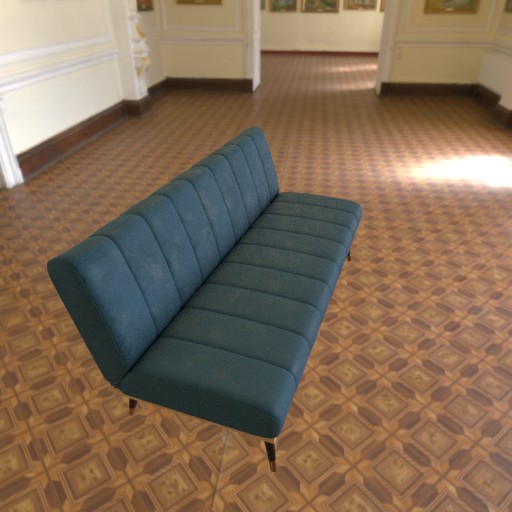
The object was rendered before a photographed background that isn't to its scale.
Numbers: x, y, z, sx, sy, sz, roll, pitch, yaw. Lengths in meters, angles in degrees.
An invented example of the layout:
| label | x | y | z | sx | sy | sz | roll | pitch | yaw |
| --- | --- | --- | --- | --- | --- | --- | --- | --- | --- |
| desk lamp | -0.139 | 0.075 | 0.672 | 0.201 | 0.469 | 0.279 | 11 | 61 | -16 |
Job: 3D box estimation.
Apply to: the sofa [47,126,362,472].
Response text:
| label | x | y | z | sx | sy | sz | roll | pitch | yaw |
| --- | --- | --- | --- | --- | --- | --- | --- | --- | --- |
| sofa | 0.000 | 0.000 | 2.254 | 0.830 | 0.825 | 1.810 | 11 | 32 | 17 |
